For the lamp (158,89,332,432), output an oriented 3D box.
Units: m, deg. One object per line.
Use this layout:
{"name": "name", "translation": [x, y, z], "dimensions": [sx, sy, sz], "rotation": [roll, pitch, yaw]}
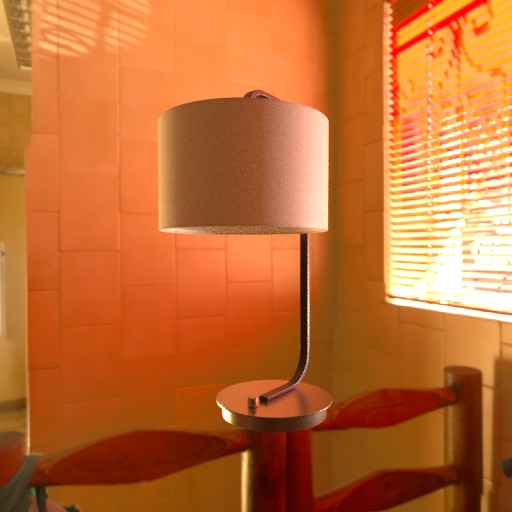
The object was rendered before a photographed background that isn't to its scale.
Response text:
{"name": "lamp", "translation": [0.000, 0.000, 0.633], "dimensions": [0.230, 0.473, 0.288], "rotation": [0, 0, 36]}
